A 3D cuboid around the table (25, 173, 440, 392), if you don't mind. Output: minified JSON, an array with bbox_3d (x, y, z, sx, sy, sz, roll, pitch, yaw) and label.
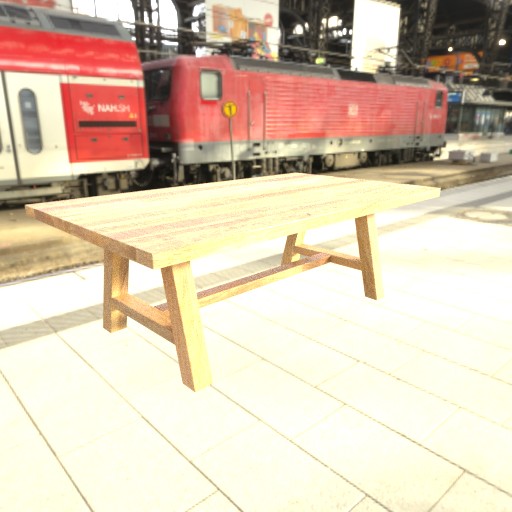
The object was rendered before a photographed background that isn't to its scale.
[{"bbox_3d":[0.000,0.000,1.659,1.320,0.455,0.760,-16,23,-42],"label":"table"}]
